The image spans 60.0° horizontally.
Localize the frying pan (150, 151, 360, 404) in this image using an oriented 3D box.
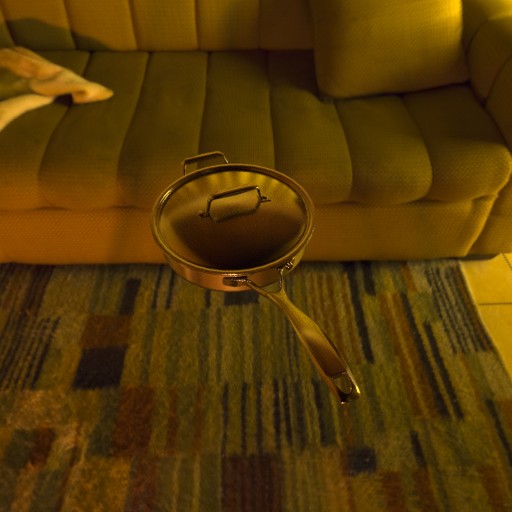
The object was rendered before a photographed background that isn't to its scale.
[{"bbox_3d":[0.000,0.000,0.695,0.280,0.114,0.561,-17,49,-15],"label":"frying pan"}]
